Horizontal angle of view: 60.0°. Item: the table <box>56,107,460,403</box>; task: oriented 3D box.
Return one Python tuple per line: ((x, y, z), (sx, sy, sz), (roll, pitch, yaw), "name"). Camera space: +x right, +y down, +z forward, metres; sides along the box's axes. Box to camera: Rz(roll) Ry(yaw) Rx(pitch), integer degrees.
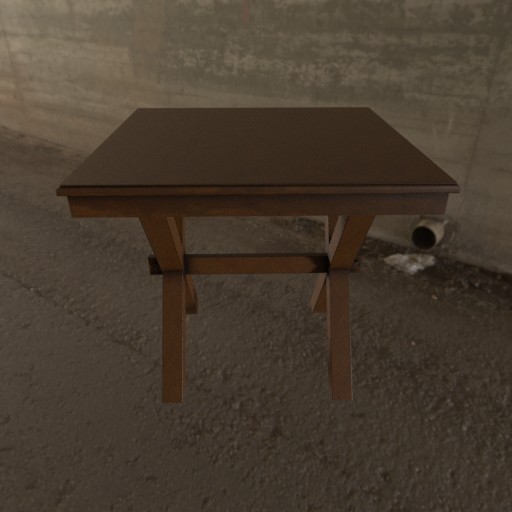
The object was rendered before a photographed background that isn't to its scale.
((0.000, 0.000, 1.038), (0.602, 0.562, 0.560), (-1, 30, -1), "table")
